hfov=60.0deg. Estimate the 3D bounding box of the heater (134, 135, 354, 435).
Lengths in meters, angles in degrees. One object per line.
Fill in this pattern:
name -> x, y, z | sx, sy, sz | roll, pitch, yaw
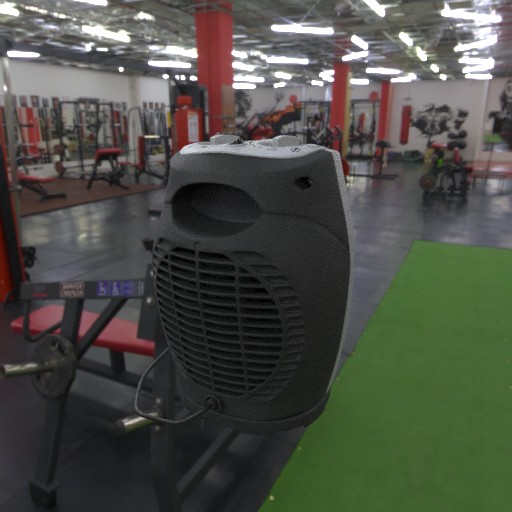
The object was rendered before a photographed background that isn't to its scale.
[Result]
heater -> 0.000, 0.000, 0.479 | 0.239, 0.255, 0.291 | 9, 19, 27
